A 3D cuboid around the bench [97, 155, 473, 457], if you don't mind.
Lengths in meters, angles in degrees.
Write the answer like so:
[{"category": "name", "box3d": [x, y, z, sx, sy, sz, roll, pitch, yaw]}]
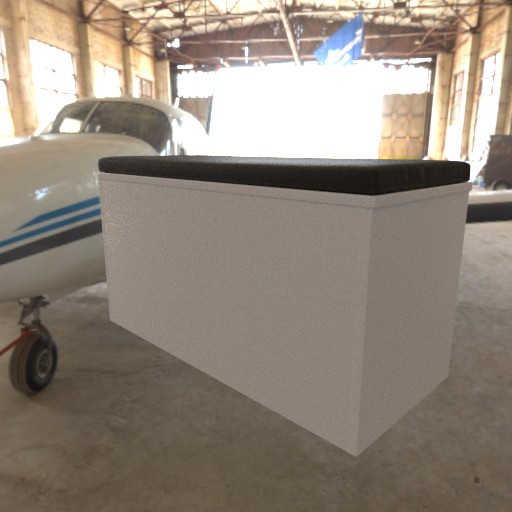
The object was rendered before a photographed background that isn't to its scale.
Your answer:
[{"category": "bench", "box3d": [0.000, 0.000, 1.156, 0.899, 0.500, 0.401, 13, 19, 43]}]
